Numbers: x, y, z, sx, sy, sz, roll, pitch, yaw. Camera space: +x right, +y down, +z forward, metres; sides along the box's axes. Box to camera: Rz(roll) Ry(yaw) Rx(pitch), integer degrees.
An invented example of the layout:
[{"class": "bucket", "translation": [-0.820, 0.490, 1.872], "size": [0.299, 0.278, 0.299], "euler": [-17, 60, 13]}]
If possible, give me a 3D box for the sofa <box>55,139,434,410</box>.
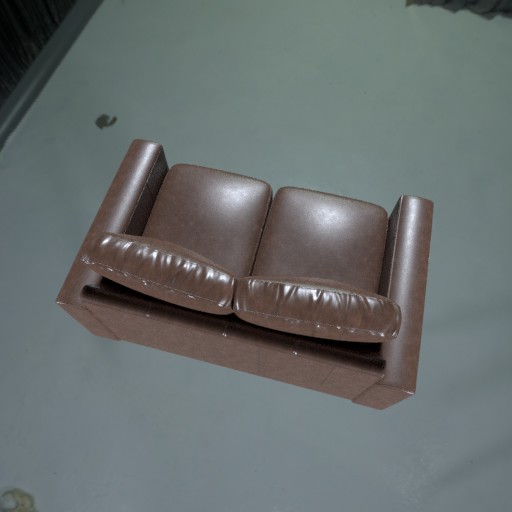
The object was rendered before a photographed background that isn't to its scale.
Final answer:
[{"class": "sofa", "translation": [0.000, 0.000, 2.219], "size": [1.616, 0.873, 1.016], "euler": [13, 65, 6]}]
